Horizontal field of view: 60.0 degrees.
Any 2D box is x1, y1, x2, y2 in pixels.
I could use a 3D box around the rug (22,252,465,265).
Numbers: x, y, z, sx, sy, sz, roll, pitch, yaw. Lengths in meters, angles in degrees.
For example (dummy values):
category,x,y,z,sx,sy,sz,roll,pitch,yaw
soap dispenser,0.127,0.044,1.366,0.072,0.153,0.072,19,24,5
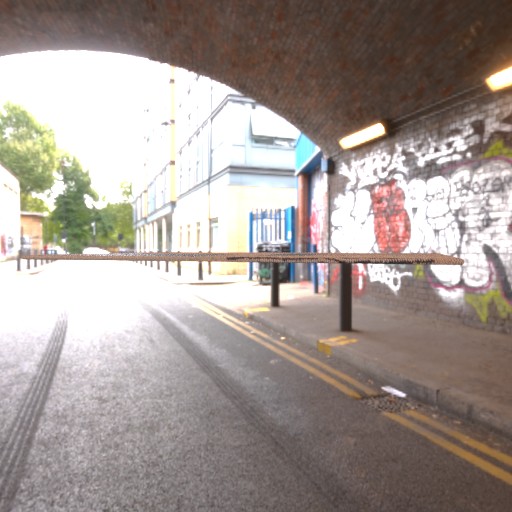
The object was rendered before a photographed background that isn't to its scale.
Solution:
category,x,y,z,sx,sy,sz,roll,pitch,yaw
rug,0.000,0.000,2.301,1.847,0.020,1.238,0,1,19
